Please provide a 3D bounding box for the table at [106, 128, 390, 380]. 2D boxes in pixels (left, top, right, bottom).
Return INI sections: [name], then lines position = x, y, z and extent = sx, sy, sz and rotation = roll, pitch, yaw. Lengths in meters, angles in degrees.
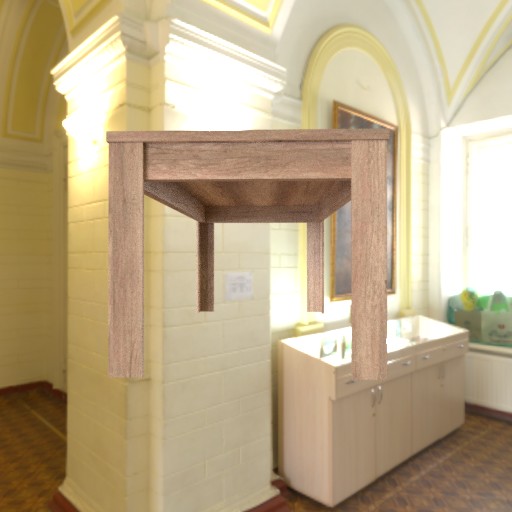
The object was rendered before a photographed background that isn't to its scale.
[table]
position = 0.000, 0.000, 2.302
extent = 0.900, 0.790, 1.800
rotation = 0, 0, 2
